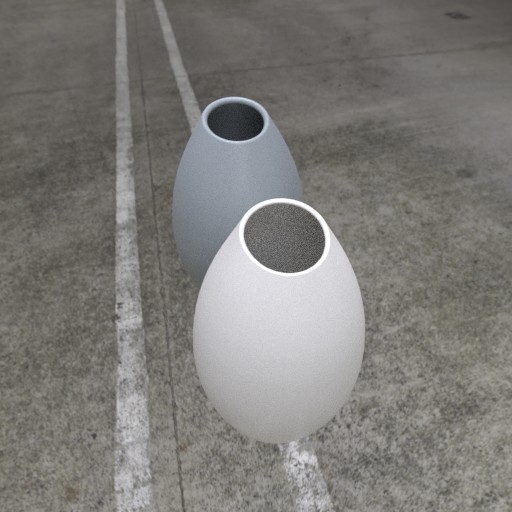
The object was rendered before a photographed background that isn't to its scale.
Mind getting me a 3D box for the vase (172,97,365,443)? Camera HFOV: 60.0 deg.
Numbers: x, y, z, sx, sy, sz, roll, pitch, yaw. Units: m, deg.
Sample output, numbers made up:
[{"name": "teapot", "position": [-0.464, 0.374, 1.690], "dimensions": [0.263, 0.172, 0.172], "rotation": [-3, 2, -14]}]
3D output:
[{"name": "vase", "position": [0.000, 0.000, 0.258], "dimensions": [0.089, 0.131, 0.187], "rotation": [-10, 46, -9]}]
